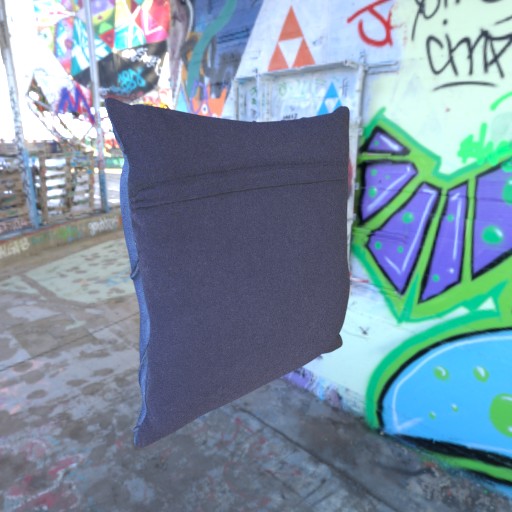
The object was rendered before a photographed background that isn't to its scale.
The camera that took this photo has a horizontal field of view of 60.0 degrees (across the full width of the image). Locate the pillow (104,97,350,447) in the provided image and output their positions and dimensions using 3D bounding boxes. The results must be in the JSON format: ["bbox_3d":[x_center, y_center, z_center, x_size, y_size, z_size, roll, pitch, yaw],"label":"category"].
[{"bbox_3d":[0.000,0.000,0.662,0.439,0.440,0.183,-14,21,-41],"label":"pillow"}]
